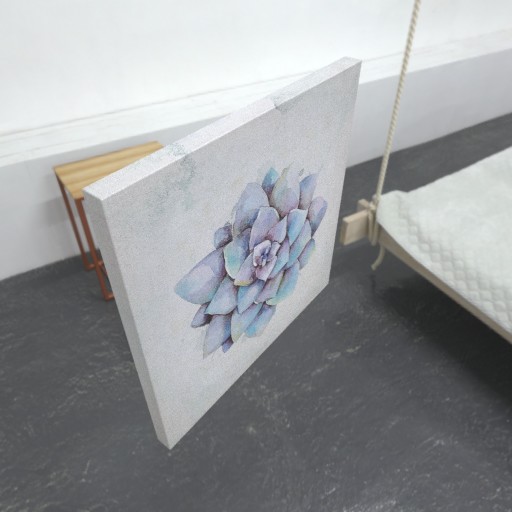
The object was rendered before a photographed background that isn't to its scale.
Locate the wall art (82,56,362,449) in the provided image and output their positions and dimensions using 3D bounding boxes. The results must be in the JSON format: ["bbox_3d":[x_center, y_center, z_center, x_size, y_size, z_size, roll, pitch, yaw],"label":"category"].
[{"bbox_3d":[0.000,0.000,0.889,0.040,0.612,0.612,28,48,28],"label":"wall art"}]
